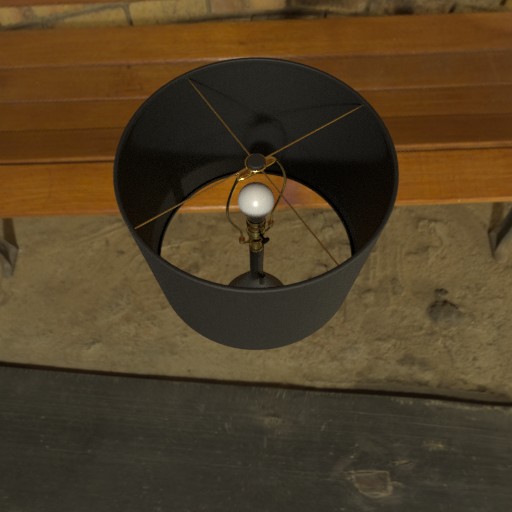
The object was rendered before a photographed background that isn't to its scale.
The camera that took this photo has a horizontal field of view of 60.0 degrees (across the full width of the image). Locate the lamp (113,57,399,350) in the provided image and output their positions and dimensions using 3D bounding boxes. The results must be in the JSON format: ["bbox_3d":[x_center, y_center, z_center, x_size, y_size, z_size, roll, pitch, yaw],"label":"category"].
[{"bbox_3d":[0.000,0.000,0.824,0.359,0.584,0.359,-31,69,-13],"label":"lamp"}]
